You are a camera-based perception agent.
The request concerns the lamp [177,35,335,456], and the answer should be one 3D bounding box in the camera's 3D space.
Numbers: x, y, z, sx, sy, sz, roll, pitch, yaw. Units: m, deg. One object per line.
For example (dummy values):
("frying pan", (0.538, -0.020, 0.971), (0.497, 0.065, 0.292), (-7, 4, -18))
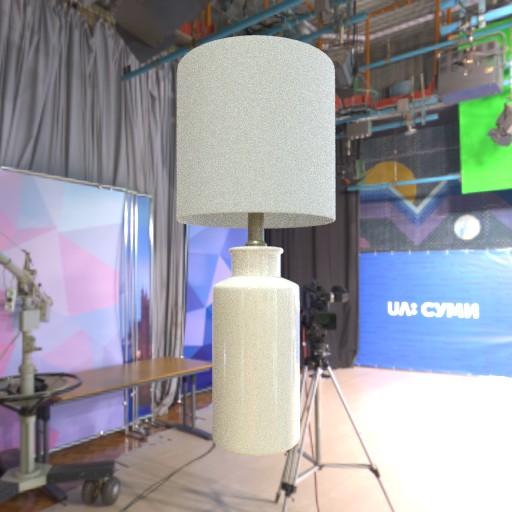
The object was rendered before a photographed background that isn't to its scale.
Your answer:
("lamp", (0.000, 0.000, 0.599), (0.212, 0.493, 0.212), (0, -1, 0))
